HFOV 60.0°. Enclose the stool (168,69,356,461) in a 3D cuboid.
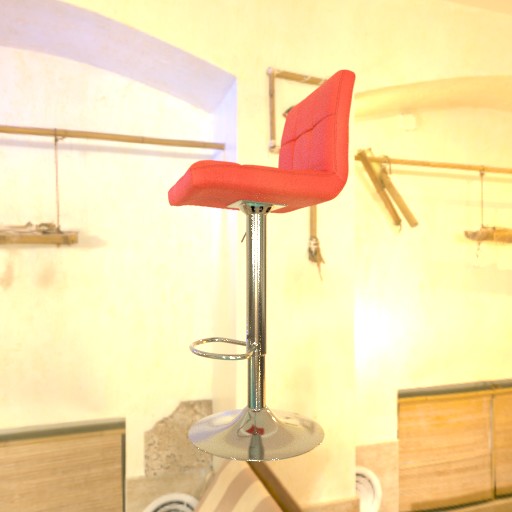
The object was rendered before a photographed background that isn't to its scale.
[{"bbox_3d":[0.000,0.000,1.407,0.505,1.115,0.430,0,-1,-19],"label":"stool"}]
